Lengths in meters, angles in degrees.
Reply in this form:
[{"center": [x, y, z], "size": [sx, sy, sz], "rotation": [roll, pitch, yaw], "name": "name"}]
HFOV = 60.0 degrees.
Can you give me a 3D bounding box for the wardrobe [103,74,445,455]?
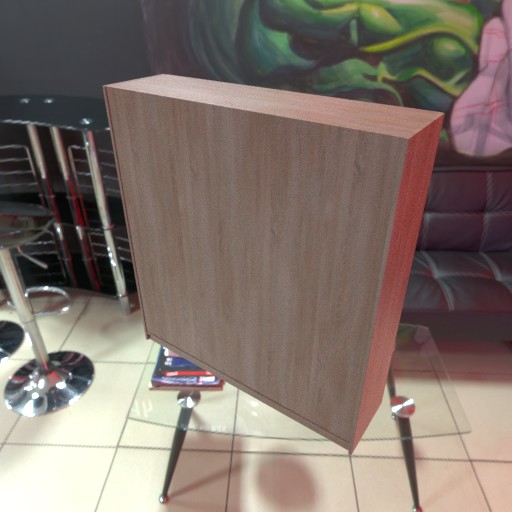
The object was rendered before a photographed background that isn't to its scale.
[{"center": [0.000, 0.000, 3.131], "size": [1.998, 2.159, 0.598], "rotation": [20, 37, 29], "name": "wardrobe"}]
